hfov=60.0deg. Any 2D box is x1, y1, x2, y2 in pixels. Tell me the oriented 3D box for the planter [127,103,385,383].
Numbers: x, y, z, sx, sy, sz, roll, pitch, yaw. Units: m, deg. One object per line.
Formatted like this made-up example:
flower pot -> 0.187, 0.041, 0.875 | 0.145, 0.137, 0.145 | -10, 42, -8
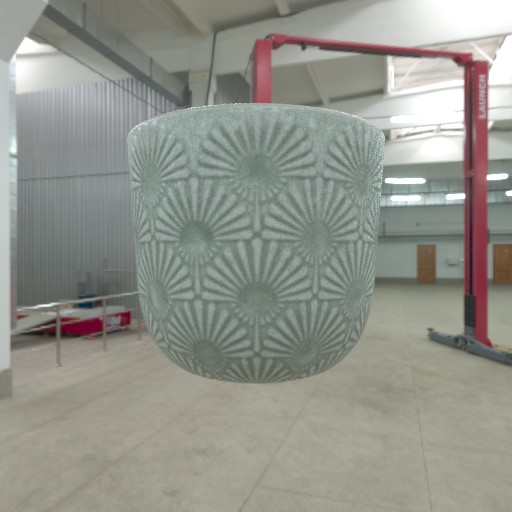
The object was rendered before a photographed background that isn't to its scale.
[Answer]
planter -> 0.000, 0.000, 0.303 | 0.170, 0.152, 0.170 | 0, 0, 0
